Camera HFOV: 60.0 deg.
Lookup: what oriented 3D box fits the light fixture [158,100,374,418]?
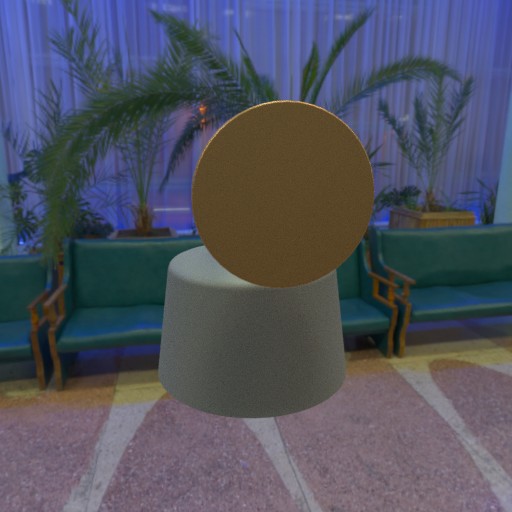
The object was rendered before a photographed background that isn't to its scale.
[{"bbox_3d":[0.000,0.000,0.435,0.204,0.268,0.254,-2,15,-9],"label":"light fixture"}]
